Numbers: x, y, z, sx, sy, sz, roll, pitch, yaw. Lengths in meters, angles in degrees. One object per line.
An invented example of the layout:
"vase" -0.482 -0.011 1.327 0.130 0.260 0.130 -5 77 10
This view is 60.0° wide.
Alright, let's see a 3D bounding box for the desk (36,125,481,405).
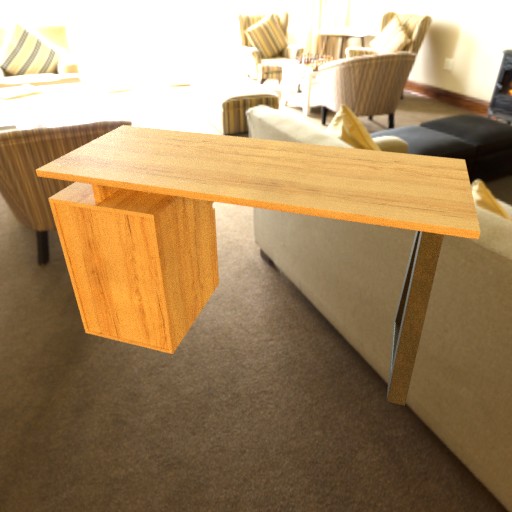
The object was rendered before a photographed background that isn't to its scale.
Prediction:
"desk" 0.000 0.000 1.756 1.400 0.760 0.550 10 34 15
